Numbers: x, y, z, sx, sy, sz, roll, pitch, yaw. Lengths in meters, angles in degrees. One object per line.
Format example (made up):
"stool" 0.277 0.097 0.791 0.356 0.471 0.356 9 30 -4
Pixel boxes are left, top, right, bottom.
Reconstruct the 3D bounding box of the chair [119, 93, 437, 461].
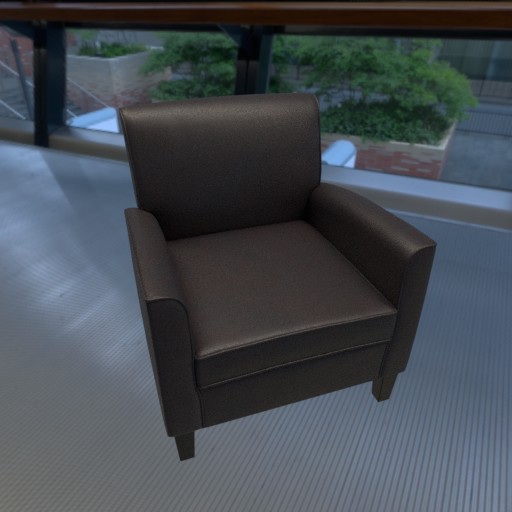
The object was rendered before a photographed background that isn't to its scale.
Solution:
"chair" 0.000 0.000 1.537 0.820 0.916 0.819 -10 33 -16
